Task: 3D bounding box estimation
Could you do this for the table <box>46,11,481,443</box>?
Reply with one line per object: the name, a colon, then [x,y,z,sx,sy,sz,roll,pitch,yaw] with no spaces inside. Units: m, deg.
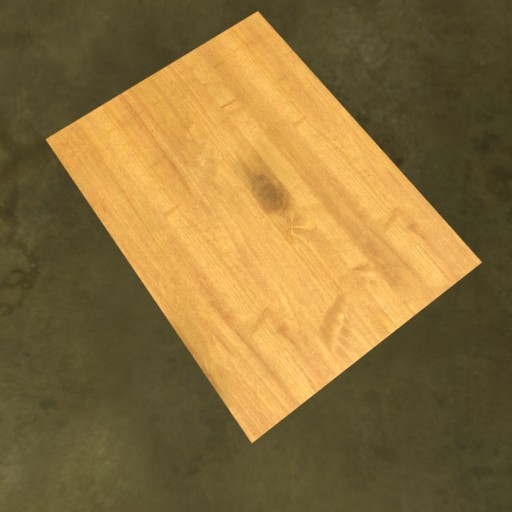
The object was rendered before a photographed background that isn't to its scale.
table: [0.000,0.000,1.196,0.500,0.813,0.660,-35,78,-9]
